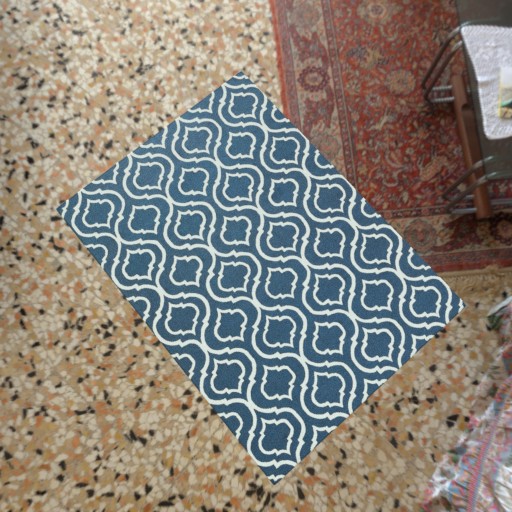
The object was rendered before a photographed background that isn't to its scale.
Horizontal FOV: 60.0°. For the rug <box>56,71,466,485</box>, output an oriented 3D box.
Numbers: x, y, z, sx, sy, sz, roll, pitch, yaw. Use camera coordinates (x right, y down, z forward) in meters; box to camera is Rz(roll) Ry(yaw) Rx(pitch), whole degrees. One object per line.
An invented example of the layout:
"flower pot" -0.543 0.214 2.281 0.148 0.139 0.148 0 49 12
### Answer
"rug" 0.000 0.000 4.346 2.438 0.010 3.353 -40 80 -8
